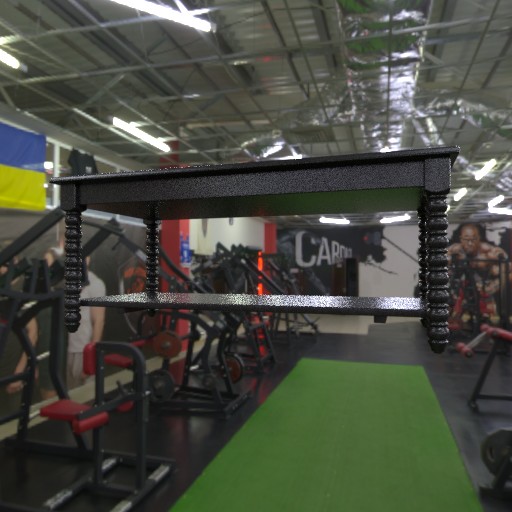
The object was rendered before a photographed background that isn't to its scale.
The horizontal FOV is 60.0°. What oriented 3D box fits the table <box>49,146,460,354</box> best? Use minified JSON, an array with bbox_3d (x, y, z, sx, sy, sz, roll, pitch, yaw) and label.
[{"bbox_3d":[0.000,0.000,1.462,1.171,0.487,0.580,0,-2,18],"label":"table"}]
